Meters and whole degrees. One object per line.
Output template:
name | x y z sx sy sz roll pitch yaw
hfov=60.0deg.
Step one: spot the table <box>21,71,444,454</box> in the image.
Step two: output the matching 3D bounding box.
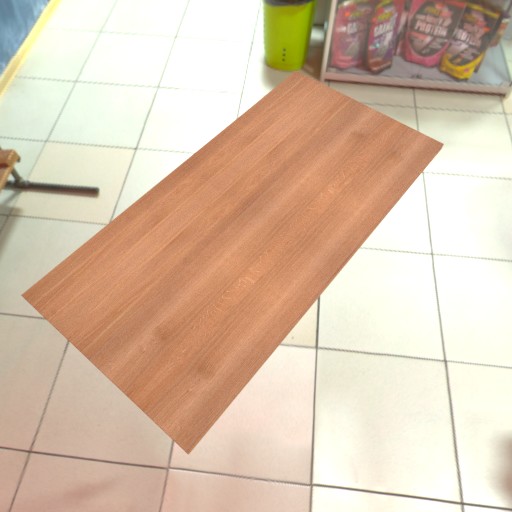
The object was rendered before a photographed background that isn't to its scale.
table | 0.000 0.000 2.267 0.900 0.750 1.800 35 64 19
